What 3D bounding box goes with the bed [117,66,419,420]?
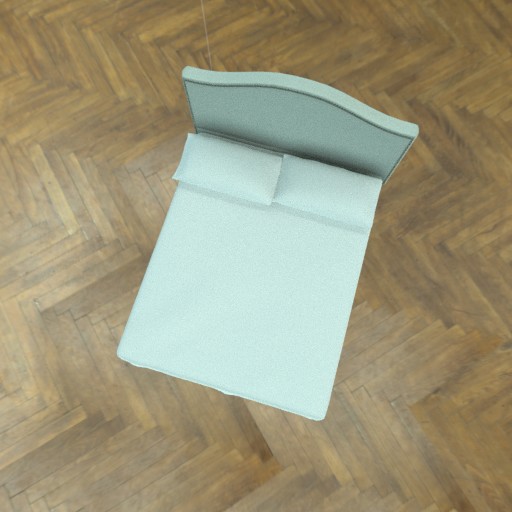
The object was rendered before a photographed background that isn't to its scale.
[{"bbox_3d":[0.000,0.000,3.468,1.813,1.607,2.180,16,76,4],"label":"bed"}]
